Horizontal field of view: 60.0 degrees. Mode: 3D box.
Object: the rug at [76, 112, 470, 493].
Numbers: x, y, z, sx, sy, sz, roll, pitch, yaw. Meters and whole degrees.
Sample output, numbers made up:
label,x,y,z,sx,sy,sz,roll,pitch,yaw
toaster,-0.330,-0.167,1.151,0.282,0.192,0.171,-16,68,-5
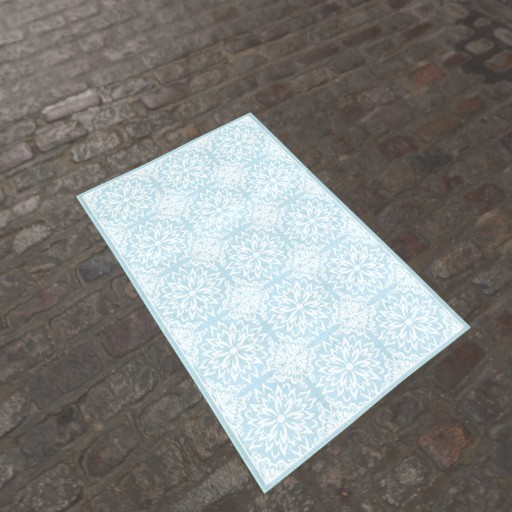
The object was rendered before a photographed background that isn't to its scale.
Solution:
label,x,y,z,sx,sy,sz,roll,pitch,yaw
rug,0.000,0.000,2.328,1.219,0.012,1.840,-31,63,-18
